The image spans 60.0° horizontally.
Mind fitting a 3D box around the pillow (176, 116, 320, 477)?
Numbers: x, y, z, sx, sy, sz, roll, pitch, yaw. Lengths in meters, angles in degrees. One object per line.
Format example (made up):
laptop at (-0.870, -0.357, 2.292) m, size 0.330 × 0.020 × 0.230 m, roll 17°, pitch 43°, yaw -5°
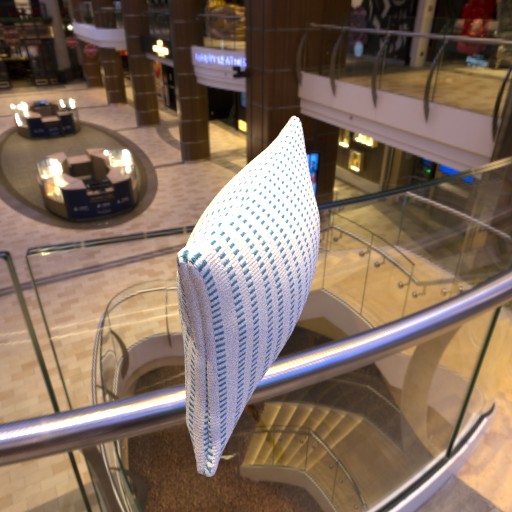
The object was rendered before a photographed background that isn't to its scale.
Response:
pillow at (0.000, 0.000, 0.789) m, size 0.210 × 0.353 × 0.640 m, roll 7°, pitch 31°, yaw 13°
